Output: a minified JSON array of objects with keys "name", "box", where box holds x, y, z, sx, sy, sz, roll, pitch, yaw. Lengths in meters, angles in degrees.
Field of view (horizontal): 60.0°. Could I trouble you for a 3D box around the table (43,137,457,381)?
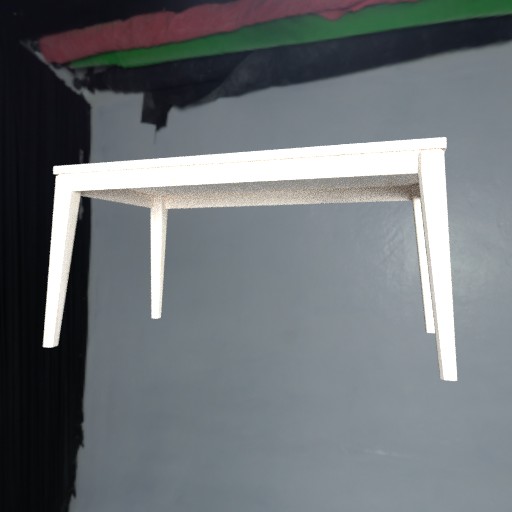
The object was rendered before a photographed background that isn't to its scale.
[{"name":"table","box":[0.000,0.000,2.037,1.600,0.760,0.900,0,0,18]}]
